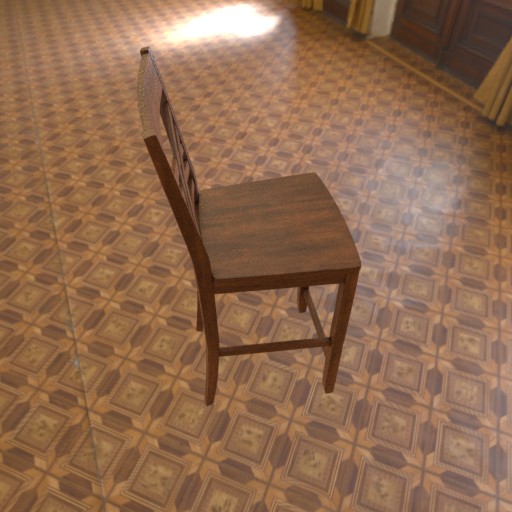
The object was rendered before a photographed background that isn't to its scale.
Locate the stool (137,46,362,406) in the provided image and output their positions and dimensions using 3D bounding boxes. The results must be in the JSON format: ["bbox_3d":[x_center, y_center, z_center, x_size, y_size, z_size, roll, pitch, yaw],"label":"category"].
[{"bbox_3d":[0.000,0.000,1.336,0.504,1.098,0.426,-8,46,-8],"label":"stool"}]
